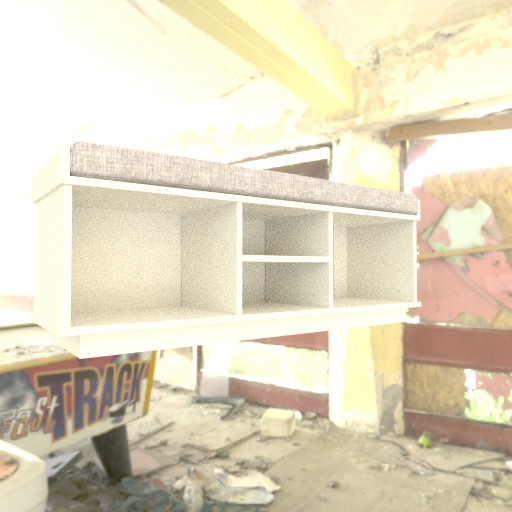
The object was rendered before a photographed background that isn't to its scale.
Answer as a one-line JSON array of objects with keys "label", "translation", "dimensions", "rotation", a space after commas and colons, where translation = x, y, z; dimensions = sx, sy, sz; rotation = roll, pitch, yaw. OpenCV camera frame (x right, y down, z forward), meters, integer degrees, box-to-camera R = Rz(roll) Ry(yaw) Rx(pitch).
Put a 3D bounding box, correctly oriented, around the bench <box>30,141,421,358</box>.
[{"label": "bench", "translation": [0.000, 0.000, 1.364], "dimensions": [1.196, 0.453, 0.363], "rotation": [1, -2, -36]}]
